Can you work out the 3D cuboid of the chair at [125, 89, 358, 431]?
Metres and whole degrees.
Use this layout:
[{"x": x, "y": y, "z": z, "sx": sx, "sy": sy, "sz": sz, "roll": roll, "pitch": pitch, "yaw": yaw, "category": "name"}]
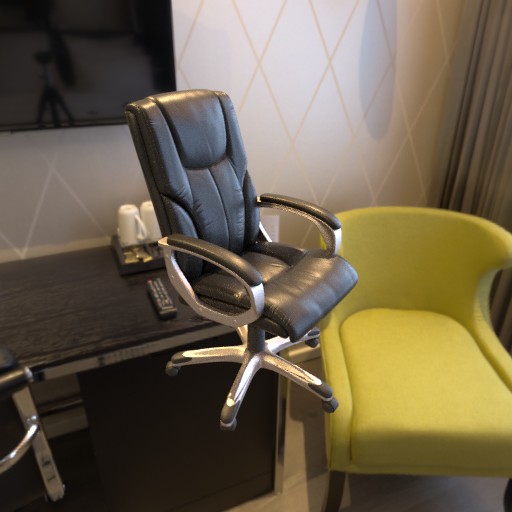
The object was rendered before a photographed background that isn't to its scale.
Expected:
[{"x": 0.000, "y": 0.000, "z": 1.694, "sx": 0.780, "sy": 1.145, "sz": 0.700, "roll": 18, "pitch": 32, "yaw": 32, "category": "chair"}]
